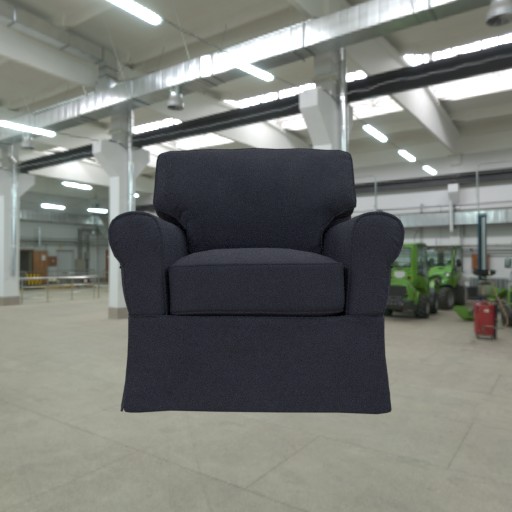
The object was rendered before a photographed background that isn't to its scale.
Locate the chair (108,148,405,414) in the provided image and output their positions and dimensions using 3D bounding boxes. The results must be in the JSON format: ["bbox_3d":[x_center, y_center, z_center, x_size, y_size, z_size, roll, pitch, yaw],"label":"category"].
[{"bbox_3d":[0.000,0.000,2.017,1.119,1.140,1.002,0,-1,0],"label":"chair"}]
